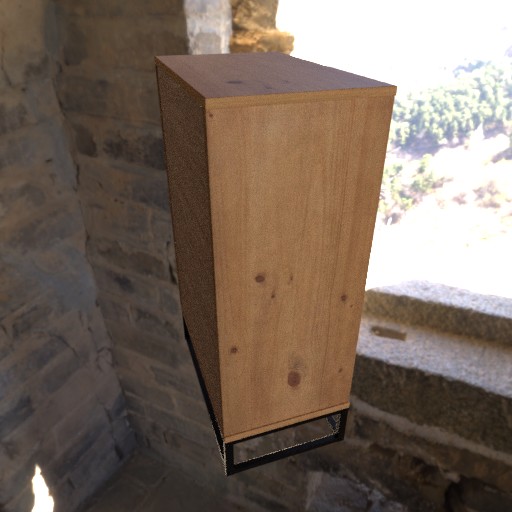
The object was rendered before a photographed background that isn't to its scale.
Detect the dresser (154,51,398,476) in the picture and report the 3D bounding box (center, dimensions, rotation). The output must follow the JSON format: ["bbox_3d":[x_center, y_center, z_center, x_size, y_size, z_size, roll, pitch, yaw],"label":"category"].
[{"bbox_3d":[0.000,0.000,1.574,0.479,1.240,0.761,-10,32,-16],"label":"dresser"}]
